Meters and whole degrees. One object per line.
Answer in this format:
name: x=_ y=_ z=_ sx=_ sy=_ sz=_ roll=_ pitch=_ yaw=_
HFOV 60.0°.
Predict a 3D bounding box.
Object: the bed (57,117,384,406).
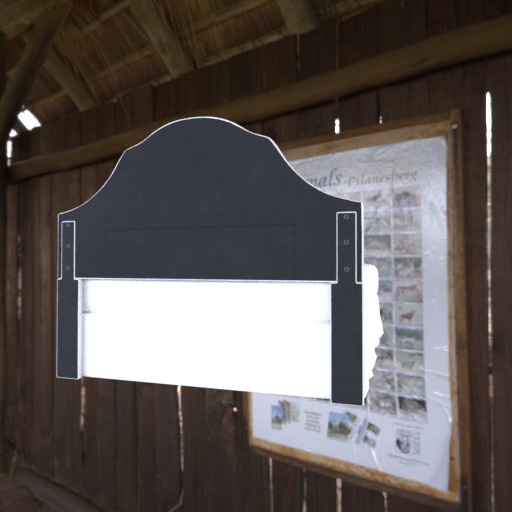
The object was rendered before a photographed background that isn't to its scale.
bed: x=0.000 y=0.000 z=3.792 sx=2.039 sy=1.617 sz=2.477 roll=0 pitch=-1 yaw=17
